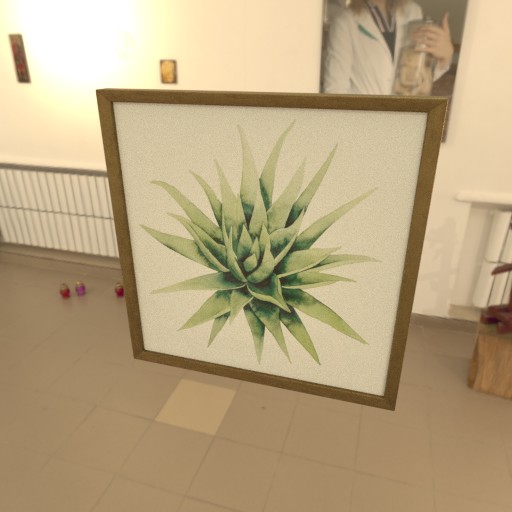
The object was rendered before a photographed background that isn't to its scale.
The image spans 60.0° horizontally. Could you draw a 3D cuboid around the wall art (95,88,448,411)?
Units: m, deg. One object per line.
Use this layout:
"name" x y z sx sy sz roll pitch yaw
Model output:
"wall art" 0.000 0.000 0.730 0.503 0.506 0.030 7 26 15
